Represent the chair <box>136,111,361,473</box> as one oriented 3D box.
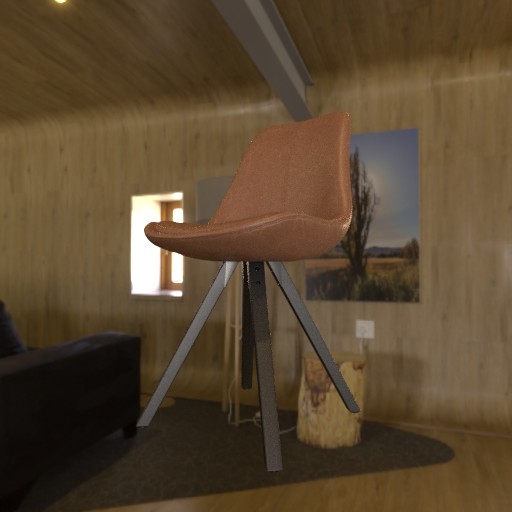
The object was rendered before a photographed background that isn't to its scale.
[{"bbox_3d":[0.000,0.000,1.164,0.475,0.850,0.550,-1,-1,36],"label":"chair"}]
